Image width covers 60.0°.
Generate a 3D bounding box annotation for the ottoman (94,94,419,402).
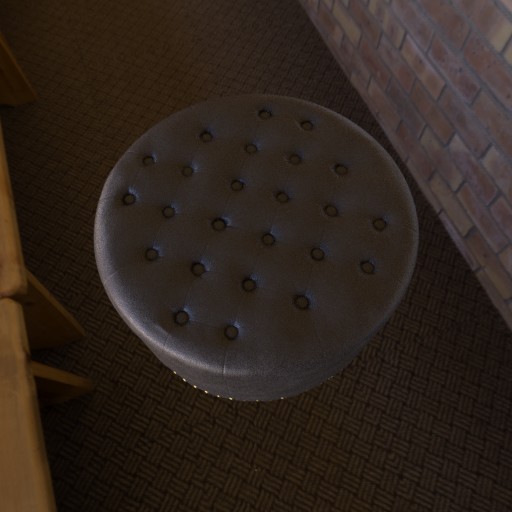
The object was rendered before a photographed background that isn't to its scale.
[{"bbox_3d":[0.000,0.000,1.044,0.637,0.442,0.637,0,64,0],"label":"ottoman"}]
